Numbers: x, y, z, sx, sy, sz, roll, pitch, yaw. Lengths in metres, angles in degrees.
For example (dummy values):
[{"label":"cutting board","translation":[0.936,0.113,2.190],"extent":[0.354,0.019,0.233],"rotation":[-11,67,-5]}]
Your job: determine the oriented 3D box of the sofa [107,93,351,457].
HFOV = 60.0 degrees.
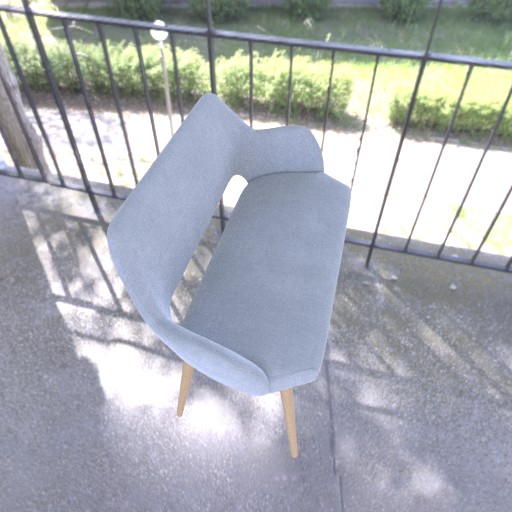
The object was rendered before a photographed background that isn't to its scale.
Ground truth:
[{"label":"sofa","translation":[0.000,0.000,1.635],"extent":[0.610,0.840,1.150],"rotation":[11,47,10]}]
